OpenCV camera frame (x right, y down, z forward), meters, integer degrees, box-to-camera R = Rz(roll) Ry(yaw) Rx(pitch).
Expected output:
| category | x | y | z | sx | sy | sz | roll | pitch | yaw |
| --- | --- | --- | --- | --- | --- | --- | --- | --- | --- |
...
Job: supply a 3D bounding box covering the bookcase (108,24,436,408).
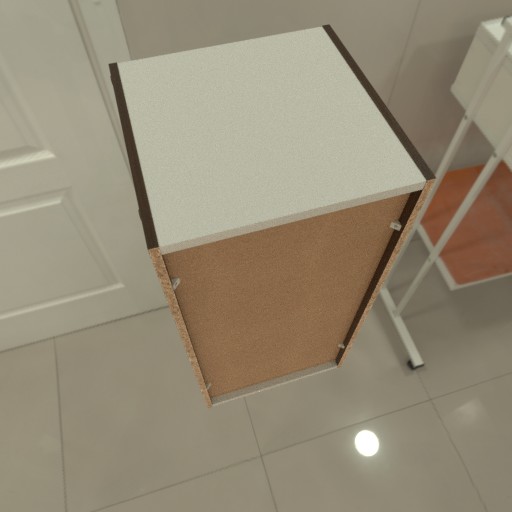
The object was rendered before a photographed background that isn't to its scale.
| category | x | y | z | sx | sy | sz | roll | pitch | yaw |
| --- | --- | --- | --- | --- | --- | --- | --- | --- | --- |
| bookcase | 0.000 | 0.000 | 0.757 | 0.300 | 0.600 | 0.290 | -15 | 59 | -9 |
